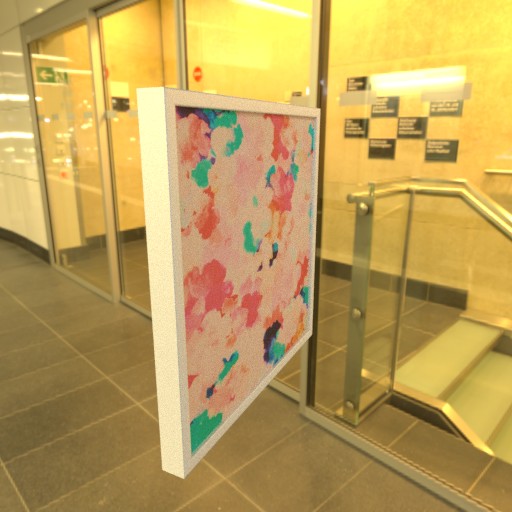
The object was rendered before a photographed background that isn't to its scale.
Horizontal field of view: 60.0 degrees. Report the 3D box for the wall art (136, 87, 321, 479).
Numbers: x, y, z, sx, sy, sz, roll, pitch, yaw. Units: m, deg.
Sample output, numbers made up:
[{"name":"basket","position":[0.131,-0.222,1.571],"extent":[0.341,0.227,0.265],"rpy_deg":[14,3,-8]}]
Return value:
[{"name":"wall art","position":[0.000,0.000,0.766],"extent":[0.038,0.505,0.506],"rpy_deg":[8,17,26]}]
